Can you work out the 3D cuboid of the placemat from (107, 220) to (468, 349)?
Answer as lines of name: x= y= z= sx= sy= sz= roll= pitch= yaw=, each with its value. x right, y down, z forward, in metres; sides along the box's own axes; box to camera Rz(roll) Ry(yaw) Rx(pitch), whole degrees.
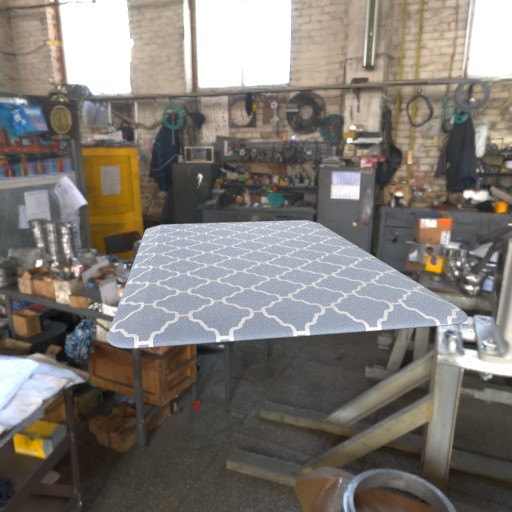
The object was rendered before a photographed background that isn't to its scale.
placemat: x=0.000 y=0.000 z=0.942 sx=0.508 sy=0.021 sz=0.762 roll=-2 pitch=15 yaw=-9
